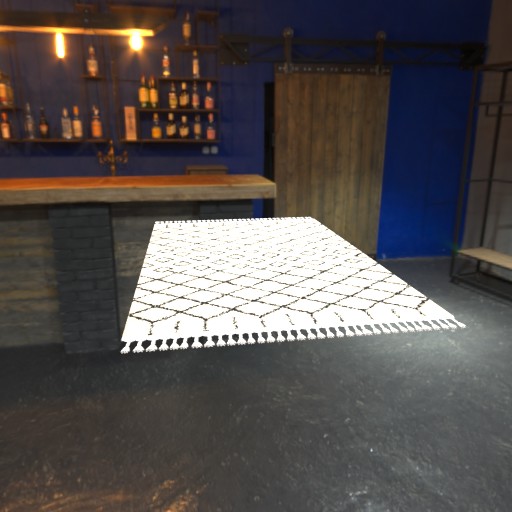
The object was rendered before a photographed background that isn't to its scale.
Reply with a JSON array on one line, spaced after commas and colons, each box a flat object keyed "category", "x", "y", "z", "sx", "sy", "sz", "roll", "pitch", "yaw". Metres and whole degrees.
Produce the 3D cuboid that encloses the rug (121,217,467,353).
[{"category": "rug", "x": 0.000, "y": 0.000, "z": 2.427, "sx": 1.196, "sy": 0.008, "sz": 2.006, "roll": -3, "pitch": 16, "yaw": -9}]
